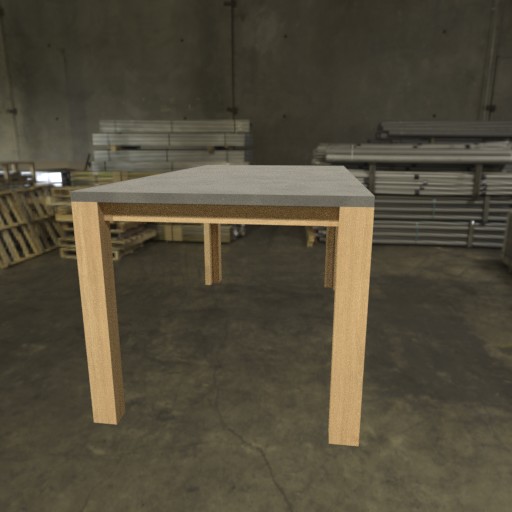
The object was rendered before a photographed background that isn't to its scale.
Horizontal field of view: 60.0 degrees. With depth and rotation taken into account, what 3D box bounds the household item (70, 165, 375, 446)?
[{"bbox_3d":[0.000,0.000,2.072,0.850,0.755,1.600,2,14,8],"label":"household item"}]
